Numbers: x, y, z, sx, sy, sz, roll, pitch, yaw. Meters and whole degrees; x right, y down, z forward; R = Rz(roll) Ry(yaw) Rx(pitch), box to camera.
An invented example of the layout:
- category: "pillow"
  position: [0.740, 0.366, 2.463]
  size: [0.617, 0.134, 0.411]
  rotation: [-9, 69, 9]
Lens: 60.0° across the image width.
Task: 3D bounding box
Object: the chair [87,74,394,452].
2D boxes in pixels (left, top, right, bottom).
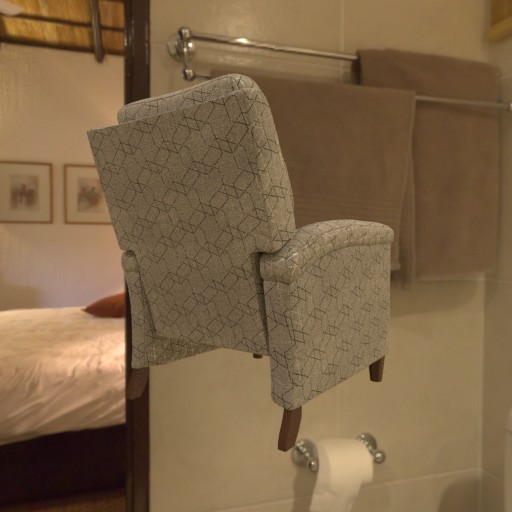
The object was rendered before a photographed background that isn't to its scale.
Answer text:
- category: "chair"
  position: [0.000, 0.000, 1.672]
  size: [0.753, 1.048, 0.987]
  rotation: [1, 2, 37]
